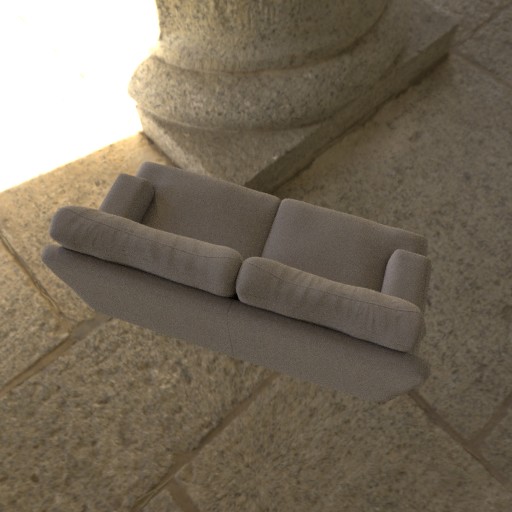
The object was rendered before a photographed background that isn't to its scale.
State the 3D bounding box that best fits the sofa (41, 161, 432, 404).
[{"bbox_3d":[0.000,0.000,2.431,1.855,0.980,0.962,16,65,8],"label":"sofa"}]
